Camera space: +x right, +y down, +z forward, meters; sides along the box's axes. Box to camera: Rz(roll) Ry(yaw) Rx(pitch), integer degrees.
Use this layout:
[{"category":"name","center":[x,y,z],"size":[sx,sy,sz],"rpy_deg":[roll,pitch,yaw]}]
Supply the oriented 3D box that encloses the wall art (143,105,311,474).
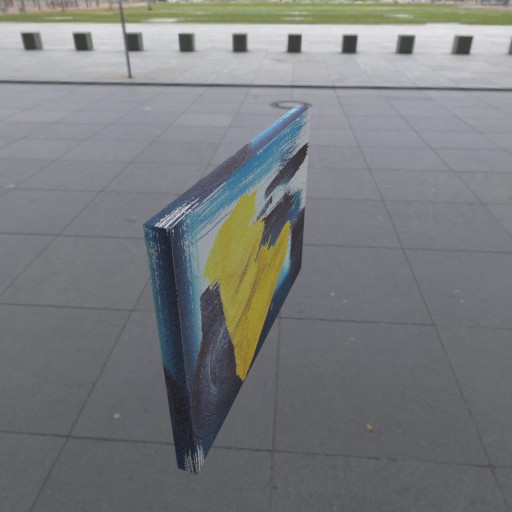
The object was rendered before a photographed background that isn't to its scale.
[{"category":"wall art","center":[0.000,0.000,0.803],"size":[0.033,0.406,0.609],"rpy_deg":[10,32,17]}]
